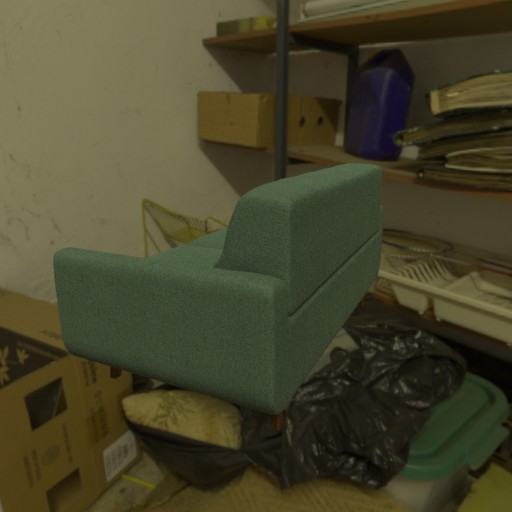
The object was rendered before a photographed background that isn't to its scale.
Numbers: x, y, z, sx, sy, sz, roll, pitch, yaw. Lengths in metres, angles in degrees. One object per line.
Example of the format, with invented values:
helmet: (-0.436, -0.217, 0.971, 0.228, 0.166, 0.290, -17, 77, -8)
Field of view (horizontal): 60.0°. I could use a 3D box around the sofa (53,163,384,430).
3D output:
sofa: (0.000, 0.000, 2.159, 0.909, 0.841, 1.631, 8, 18, 25)
